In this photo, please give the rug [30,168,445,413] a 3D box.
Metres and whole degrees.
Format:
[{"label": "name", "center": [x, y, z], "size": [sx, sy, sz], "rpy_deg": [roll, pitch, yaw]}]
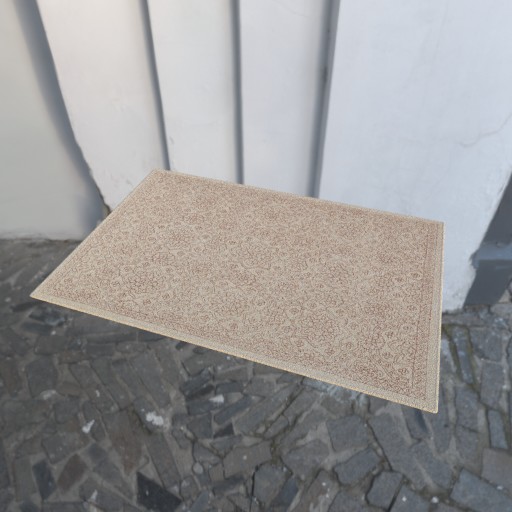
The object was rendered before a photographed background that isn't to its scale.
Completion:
[{"label": "rug", "center": [0.000, 0.000, 2.282], "size": [1.829, 0.010, 1.219], "rpy_deg": [13, 43, 14]}]
